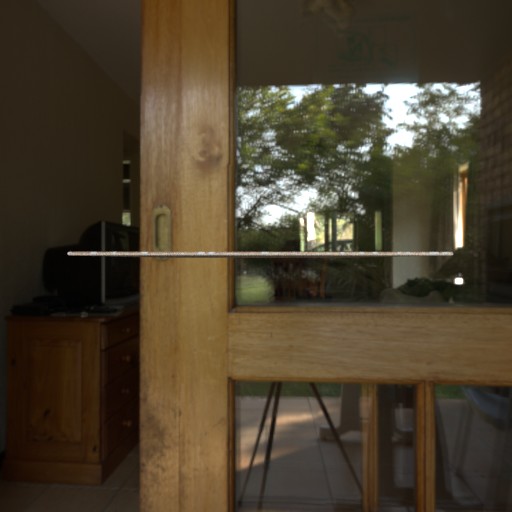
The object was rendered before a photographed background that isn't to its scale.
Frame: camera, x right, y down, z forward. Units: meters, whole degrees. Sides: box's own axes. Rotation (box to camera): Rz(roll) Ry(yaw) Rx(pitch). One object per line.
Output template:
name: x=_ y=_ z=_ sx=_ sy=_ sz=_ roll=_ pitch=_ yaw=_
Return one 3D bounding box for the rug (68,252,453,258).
rug: x=0.000 y=0.000 z=2.308 sx=1.219 sy=0.011 sz=1.829 roll=0 pitch=0 yaw=-1
